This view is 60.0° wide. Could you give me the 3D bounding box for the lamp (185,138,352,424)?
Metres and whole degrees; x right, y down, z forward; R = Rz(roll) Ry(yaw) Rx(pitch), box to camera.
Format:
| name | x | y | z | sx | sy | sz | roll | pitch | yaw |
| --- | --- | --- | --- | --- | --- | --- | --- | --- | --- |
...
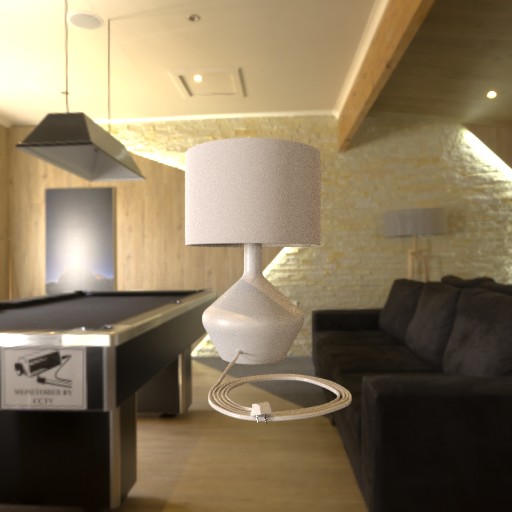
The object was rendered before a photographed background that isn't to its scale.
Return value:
| name | x | y | z | sx | sy | sz | roll | pitch | yaw |
| --- | --- | --- | --- | --- | --- | --- | --- | --- | --- |
| lamp | 0.000 | 0.000 | 0.876 | 0.401 | 0.457 | 0.546 | 0 | 0 | 19 |
